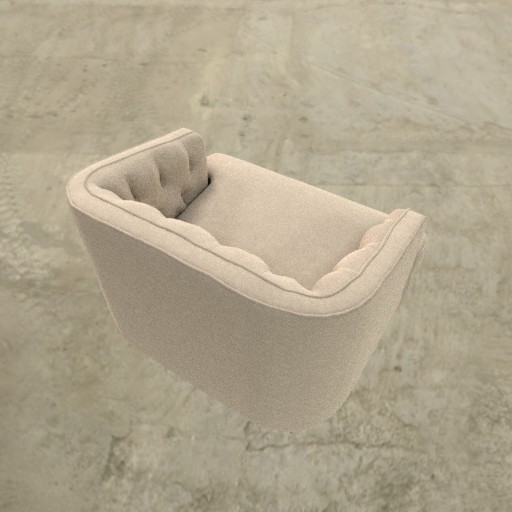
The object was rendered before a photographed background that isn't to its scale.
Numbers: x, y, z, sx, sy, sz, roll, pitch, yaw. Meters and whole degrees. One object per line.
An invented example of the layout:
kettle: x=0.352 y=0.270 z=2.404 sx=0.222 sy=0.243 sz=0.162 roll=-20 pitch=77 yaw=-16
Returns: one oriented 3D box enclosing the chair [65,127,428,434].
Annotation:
chair: x=0.000 y=0.000 z=1.739 sx=1.104 sy=0.852 sz=0.941 roll=25 pitch=51 yaw=22
